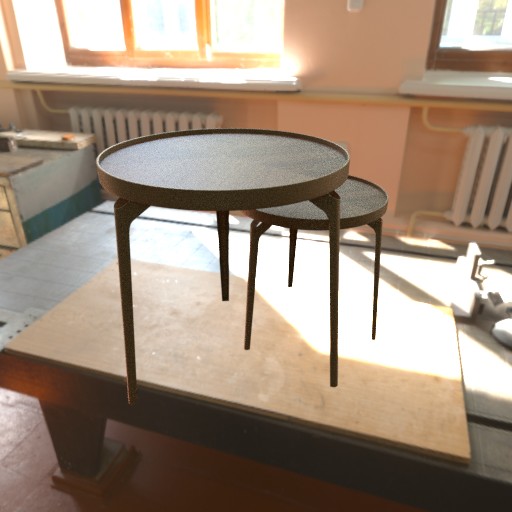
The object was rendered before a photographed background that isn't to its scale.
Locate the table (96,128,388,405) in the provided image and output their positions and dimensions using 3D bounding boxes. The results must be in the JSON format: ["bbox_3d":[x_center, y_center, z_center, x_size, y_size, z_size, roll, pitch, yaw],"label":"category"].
[{"bbox_3d":[0.000,0.000,1.126,0.751,0.555,0.532,-19,32,-32],"label":"table"}]
